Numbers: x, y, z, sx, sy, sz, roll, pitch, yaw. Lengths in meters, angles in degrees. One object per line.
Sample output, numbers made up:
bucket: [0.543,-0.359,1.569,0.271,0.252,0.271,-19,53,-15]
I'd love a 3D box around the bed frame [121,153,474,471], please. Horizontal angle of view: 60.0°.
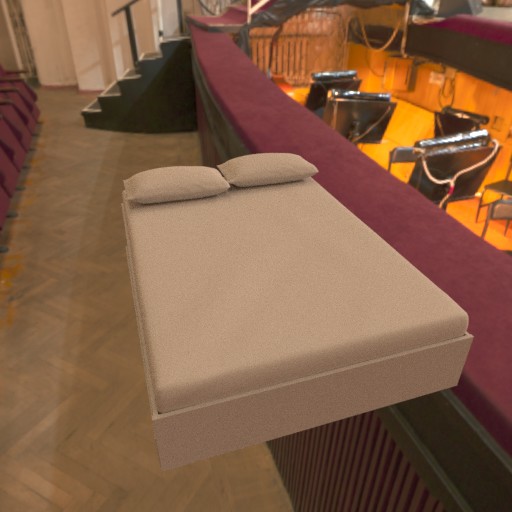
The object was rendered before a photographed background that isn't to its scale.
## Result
bed frame: [0.000,0.000,2.611,1.450,0.629,1.950,-10,33,-15]
